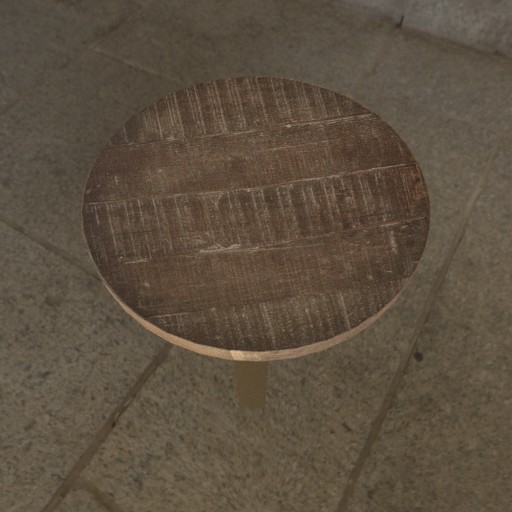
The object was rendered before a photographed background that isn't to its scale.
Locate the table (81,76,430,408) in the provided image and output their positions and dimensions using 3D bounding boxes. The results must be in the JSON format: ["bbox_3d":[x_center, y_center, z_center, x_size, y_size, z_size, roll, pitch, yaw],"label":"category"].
[{"bbox_3d":[0.000,0.000,0.908,0.557,0.437,0.557,0,59,0],"label":"table"}]
